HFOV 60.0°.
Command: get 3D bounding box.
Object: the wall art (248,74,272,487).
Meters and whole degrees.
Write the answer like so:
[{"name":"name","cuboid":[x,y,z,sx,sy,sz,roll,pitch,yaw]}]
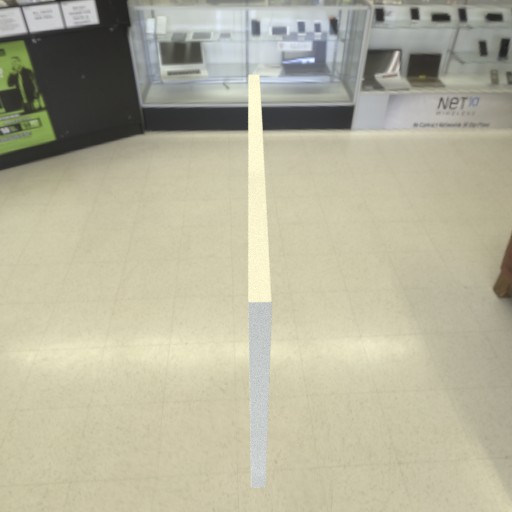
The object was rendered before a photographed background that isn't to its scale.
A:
[{"name":"wall art","cuboid":[0.000,0.000,1.154,0.033,0.617,0.906,0,41,-1]}]
